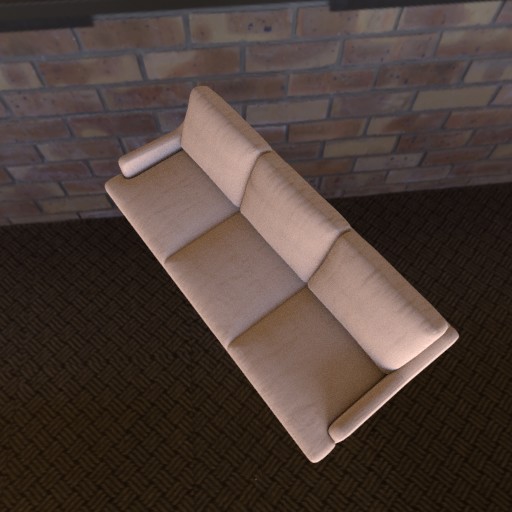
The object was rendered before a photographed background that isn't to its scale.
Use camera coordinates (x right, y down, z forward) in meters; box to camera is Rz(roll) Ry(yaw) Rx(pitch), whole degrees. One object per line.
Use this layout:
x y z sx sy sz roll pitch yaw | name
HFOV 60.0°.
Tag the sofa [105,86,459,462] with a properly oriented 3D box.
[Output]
0.000 0.000 2.862 1.000 0.913 2.321 -35 68 -16 | sofa
